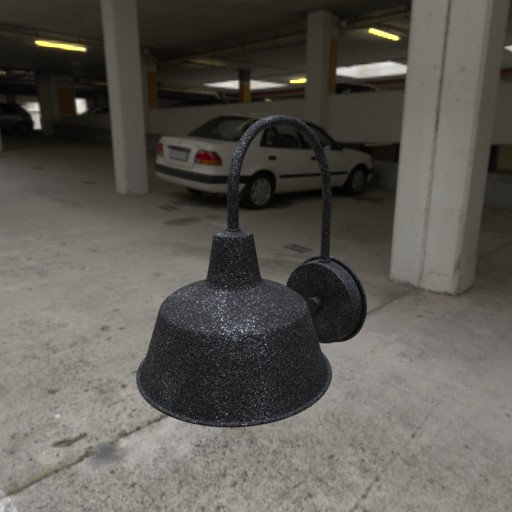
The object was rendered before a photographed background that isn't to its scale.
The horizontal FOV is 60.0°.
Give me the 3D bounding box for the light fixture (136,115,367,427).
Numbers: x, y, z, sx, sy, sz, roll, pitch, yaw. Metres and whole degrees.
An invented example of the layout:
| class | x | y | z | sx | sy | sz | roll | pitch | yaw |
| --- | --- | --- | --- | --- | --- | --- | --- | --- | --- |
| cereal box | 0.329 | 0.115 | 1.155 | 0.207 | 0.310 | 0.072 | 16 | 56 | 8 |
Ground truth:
| class | x | y | z | sx | sy | sz | roll | pitch | yaw |
| --- | --- | --- | --- | --- | --- | --- | --- | --- | --- |
| light fixture | 0.000 | 0.000 | 0.491 | 0.216 | 0.300 | 0.283 | 15 | 21 | 43 |
